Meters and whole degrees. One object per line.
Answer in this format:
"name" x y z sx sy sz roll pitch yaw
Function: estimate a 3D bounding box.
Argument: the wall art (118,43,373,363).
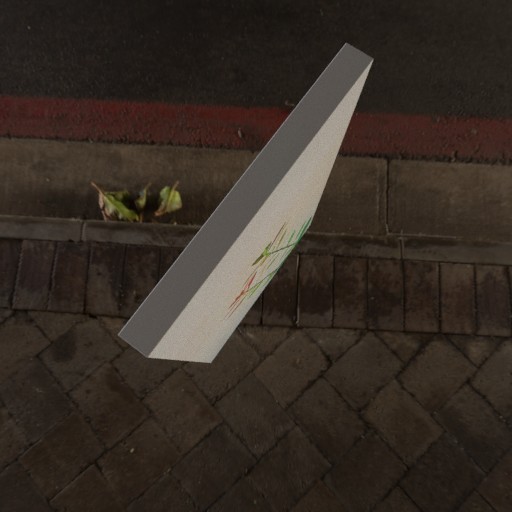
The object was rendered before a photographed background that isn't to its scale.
"wall art" 0.000 0.000 0.763 0.038 0.611 0.408 35 79 8
